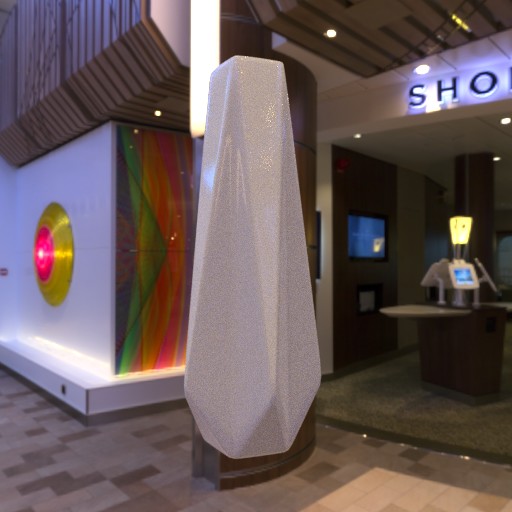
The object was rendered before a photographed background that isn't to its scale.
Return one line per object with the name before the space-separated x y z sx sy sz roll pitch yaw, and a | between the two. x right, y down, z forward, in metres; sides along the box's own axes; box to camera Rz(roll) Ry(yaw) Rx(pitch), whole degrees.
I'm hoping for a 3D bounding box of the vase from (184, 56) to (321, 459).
vase | 0.000 0.000 0.396 0.116 0.329 0.122 0 -1 1
